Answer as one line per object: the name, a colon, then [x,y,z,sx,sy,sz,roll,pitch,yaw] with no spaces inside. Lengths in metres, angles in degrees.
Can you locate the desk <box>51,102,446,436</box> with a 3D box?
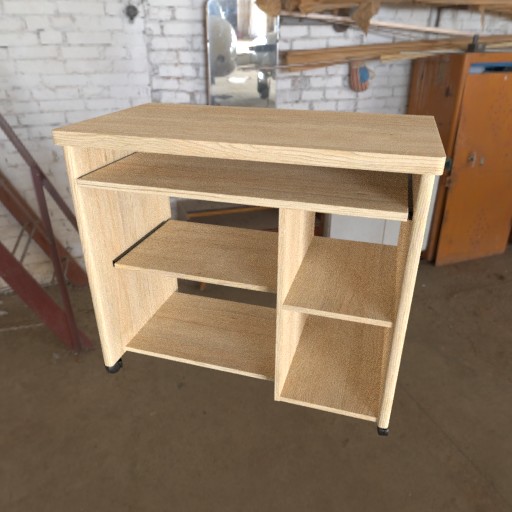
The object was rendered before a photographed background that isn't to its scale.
desk: [0.000,0.000,1.315,0.885,0.770,0.480,8,28,15]
